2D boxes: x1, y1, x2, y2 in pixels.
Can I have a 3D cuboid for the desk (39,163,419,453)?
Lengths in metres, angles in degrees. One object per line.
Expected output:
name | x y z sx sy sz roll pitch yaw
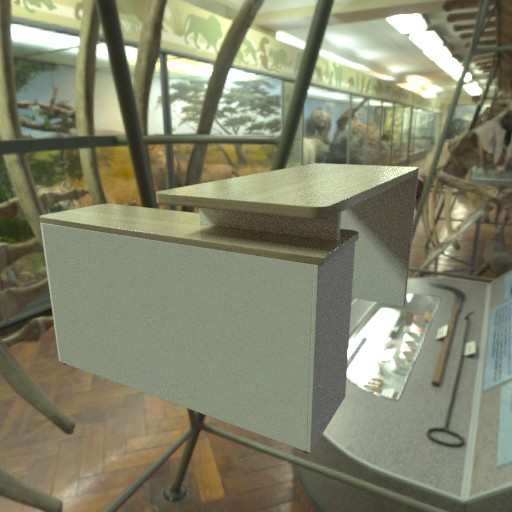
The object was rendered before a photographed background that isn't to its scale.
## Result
desk | 0.000 0.000 2.093 1.175 0.770 1.400 9 18 28
